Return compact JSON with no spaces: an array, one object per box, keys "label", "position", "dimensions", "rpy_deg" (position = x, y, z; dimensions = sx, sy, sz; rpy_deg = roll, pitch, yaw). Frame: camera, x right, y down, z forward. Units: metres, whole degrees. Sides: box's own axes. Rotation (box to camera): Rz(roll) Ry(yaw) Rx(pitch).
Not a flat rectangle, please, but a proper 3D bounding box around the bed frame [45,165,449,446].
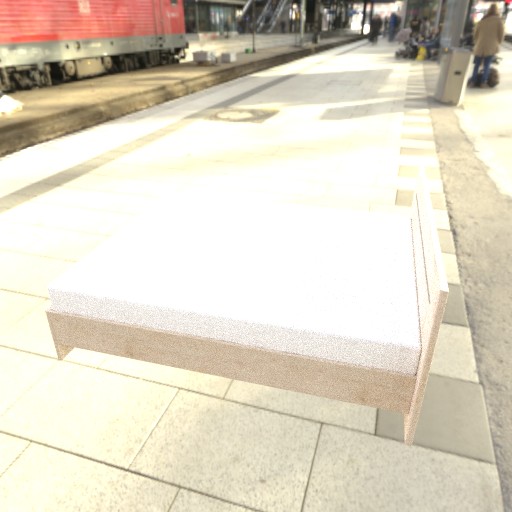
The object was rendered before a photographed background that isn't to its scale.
[{"label":"bed frame","position":[0.000,0.000,2.975],"dimensions":[2.080,0.900,1.800],"rpy_deg":[7,29,14]}]
